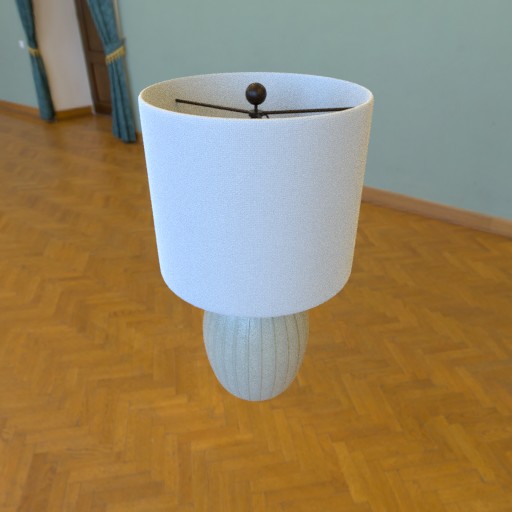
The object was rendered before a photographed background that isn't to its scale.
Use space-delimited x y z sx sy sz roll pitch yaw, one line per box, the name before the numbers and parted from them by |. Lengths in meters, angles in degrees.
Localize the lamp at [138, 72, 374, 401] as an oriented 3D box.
lamp | 0.000 0.000 0.772 0.329 0.570 0.329 19 36 29
